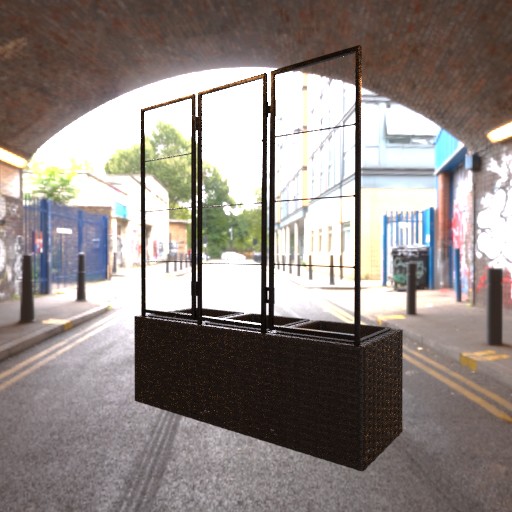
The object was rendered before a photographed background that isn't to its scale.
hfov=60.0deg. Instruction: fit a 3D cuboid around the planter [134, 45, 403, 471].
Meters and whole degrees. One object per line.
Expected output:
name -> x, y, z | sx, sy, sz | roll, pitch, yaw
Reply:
planter -> 0.000, 0.000, 1.165 | 0.698, 0.841, 0.244 | 0, 1, 36
